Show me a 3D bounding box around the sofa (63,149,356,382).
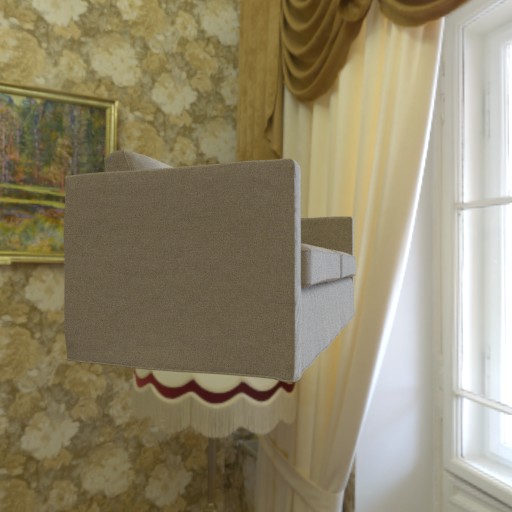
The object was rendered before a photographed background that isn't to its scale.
[{"bbox_3d":[0.000,0.000,2.489,0.956,0.847,1.987,0,-1,18],"label":"sofa"}]
